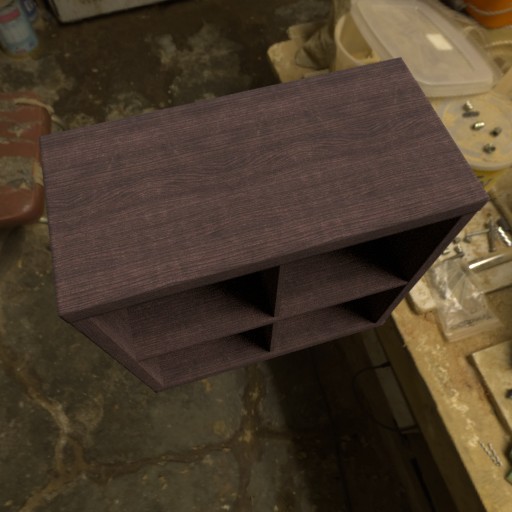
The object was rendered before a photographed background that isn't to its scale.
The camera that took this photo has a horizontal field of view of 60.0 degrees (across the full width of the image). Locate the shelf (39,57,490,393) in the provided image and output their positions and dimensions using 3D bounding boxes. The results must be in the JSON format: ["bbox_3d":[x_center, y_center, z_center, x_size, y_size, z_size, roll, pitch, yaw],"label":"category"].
[{"bbox_3d":[0.000,0.000,1.206,0.790,0.786,0.390,-15,65,-7],"label":"shelf"}]
